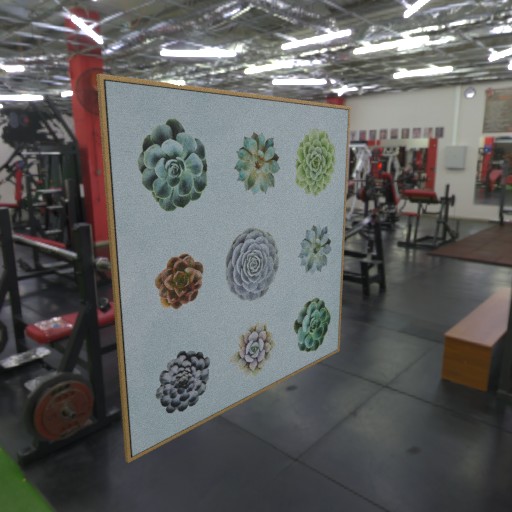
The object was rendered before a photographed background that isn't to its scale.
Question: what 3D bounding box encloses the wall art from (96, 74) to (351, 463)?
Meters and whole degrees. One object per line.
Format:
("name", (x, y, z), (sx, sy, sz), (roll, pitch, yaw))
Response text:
("wall art", (0.000, 0.000, 1.392), (0.962, 0.959, 0.013), (-13, 18, -44))
